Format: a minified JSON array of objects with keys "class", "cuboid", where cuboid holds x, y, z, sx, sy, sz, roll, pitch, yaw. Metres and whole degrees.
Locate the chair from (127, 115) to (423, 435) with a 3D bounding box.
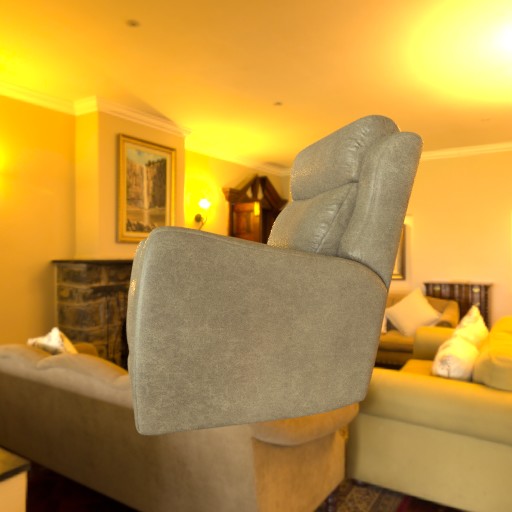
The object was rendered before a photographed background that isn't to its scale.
[{"class":"chair","cuboid":[0.000,0.000,1.905,1.068,1.116,0.967,0,0,-16]}]
